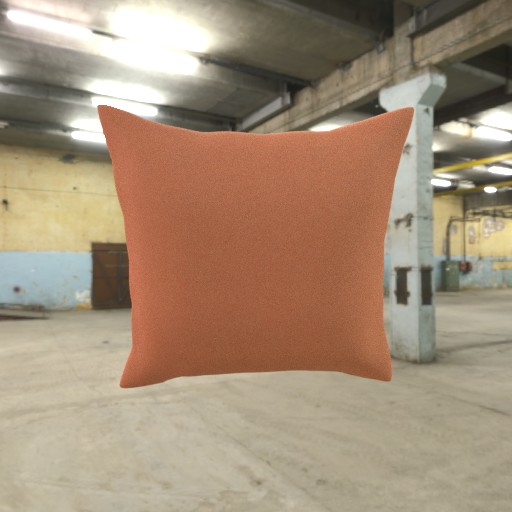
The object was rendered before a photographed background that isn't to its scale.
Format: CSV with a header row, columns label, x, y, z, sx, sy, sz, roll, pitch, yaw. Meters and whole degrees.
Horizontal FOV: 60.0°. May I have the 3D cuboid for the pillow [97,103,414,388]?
label,x,y,z,sx,sy,sz,roll,pitch,yaw
pillow,0.000,0.000,0.684,0.453,0.430,0.200,0,-2,-1
